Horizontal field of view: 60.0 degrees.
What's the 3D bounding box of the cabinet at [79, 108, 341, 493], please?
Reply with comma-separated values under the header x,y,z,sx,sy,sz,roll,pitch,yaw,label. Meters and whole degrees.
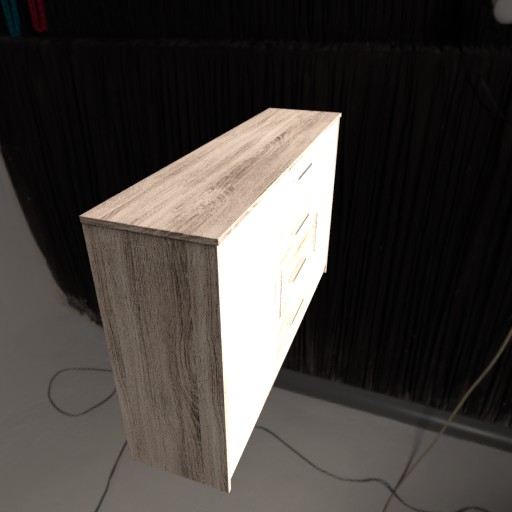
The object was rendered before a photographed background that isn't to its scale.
x,y,z,sx,sy,sz,roll,pitch,yaw,label
0.000,0.000,1.824,0.380,0.900,1.450,10,30,17,cabinet
